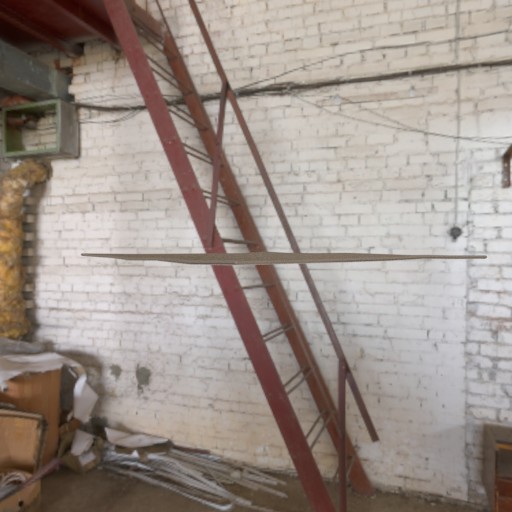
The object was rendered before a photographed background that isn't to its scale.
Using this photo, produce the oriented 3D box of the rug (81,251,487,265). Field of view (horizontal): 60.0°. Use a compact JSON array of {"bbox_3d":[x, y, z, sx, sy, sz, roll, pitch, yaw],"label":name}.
[{"bbox_3d":[0.000,0.000,4.074,2.399,0.054,3.011,-1,1,-35],"label":"rug"}]
